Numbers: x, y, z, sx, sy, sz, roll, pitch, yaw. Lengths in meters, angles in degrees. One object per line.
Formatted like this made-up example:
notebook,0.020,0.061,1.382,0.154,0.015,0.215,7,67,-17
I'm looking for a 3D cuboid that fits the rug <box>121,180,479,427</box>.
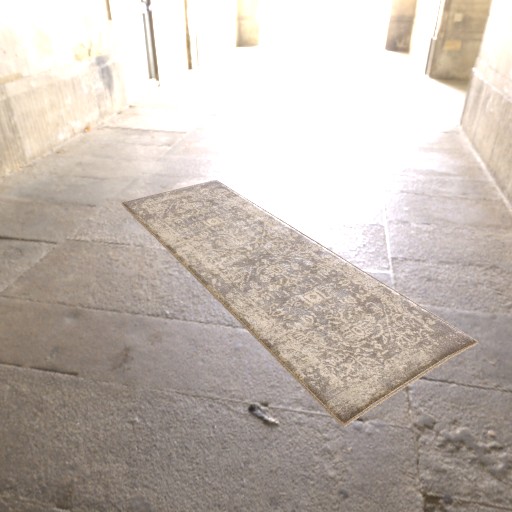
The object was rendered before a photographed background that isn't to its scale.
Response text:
rug,0.000,0.000,2.728,0.855,0.017,2.452,-19,36,-29
